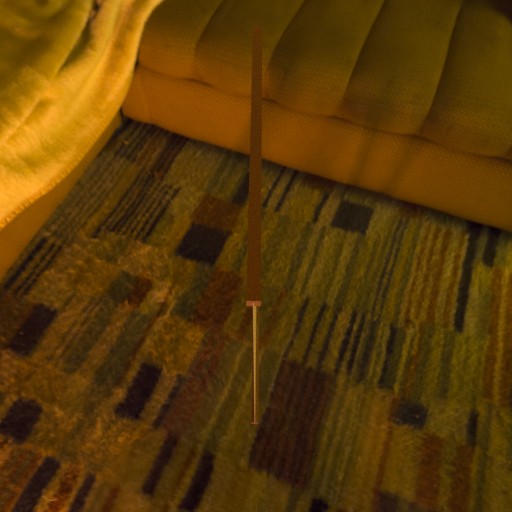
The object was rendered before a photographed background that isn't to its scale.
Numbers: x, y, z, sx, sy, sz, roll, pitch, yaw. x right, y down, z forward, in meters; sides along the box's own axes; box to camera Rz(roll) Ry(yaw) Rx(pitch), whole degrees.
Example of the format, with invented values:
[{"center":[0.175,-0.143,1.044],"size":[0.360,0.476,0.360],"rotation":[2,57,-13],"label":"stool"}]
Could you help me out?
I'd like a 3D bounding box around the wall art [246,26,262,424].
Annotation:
[{"center":[0.000,0.000,0.699],"size":[0.012,0.508,0.405],"rotation":[1,58,0],"label":"wall art"}]
